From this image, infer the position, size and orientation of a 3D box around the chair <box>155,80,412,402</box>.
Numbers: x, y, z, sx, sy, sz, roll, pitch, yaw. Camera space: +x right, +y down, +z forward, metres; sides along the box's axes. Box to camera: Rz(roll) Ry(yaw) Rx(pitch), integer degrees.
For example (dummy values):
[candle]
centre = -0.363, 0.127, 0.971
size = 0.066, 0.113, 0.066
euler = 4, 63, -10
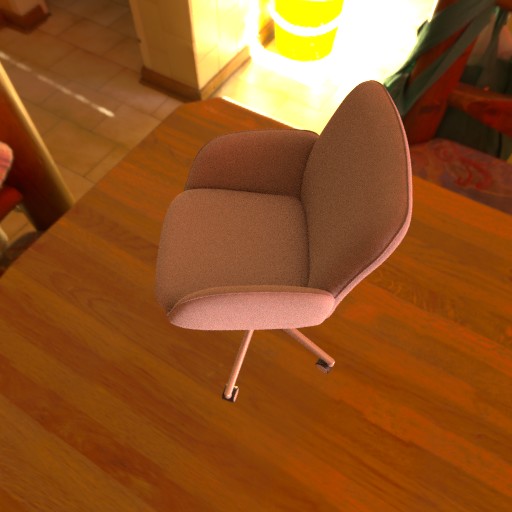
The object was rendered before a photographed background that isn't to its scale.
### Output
[chair]
centre = 0.000, 0.000, 1.348
size = 0.654, 0.959, 0.648
euler = 1, 58, 1
